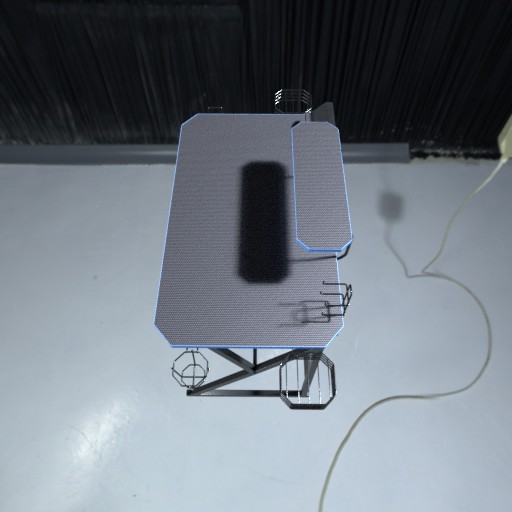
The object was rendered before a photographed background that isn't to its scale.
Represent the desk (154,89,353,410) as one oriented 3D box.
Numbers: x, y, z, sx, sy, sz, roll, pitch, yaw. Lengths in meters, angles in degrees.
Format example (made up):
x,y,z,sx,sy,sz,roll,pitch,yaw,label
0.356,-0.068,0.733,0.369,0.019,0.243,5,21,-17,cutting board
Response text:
x,y,z,sx,sy,sz,roll,pitch,yaw,label
0.000,0.000,1.772,0.594,0.909,1.295,0,58,0,desk
